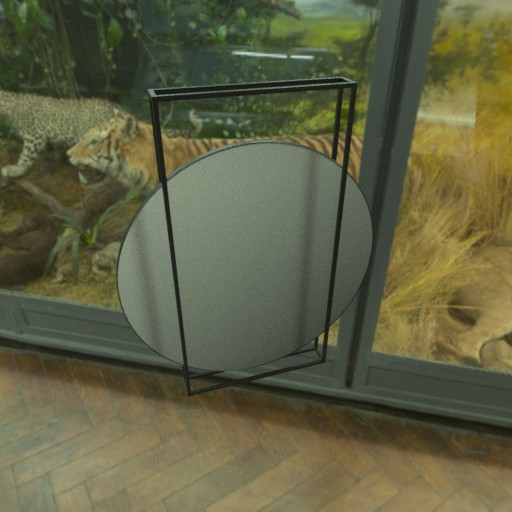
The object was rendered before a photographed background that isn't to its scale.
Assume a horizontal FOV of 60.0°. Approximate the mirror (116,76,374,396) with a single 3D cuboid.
[{"bbox_3d":[0.000,0.000,0.825,0.508,0.603,0.051,-10,33,-15],"label":"mirror"}]
